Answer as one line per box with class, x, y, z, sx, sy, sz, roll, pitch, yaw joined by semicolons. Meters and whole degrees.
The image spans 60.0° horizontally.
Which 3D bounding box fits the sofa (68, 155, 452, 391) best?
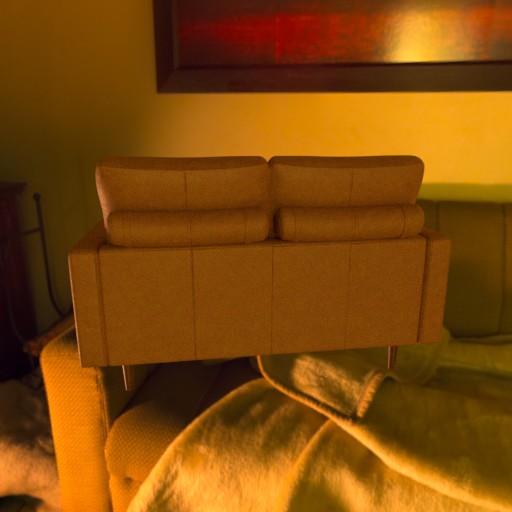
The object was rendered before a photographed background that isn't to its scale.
sofa;0.000;0.000;1.995;1.430;0.898;0.868;-2;15;-8
